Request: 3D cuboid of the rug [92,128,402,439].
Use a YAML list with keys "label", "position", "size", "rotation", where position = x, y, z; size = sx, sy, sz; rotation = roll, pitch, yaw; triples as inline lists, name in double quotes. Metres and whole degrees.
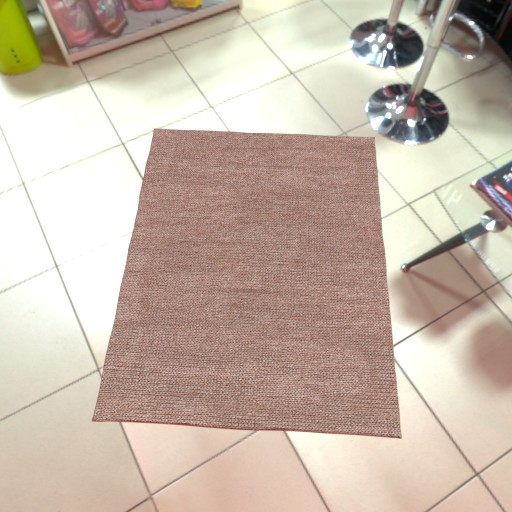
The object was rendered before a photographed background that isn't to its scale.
- label: "rug"
  position: [0.000, 0.000, 4.147]
  size: [2.429, 0.030, 3.052]
  rotation: [3, 63, 1]
